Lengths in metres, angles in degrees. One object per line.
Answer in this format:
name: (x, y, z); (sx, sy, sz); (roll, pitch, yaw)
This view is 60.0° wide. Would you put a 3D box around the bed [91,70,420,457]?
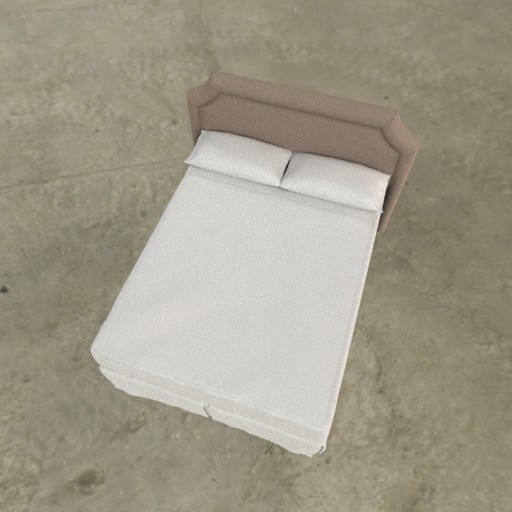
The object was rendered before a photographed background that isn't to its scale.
bed: (0.000, 0.000, 3.201); (1.828, 1.303, 2.164); (16, 60, 9)
